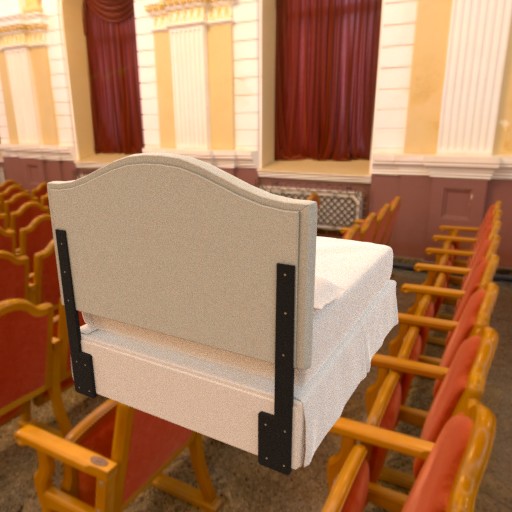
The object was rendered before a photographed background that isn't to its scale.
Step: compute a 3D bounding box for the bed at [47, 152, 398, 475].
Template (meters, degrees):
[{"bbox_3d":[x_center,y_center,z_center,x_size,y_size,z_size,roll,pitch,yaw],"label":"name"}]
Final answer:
[{"bbox_3d":[0.000,0.000,3.356,1.813,1.607,2.180,8,18,28],"label":"bed"}]
